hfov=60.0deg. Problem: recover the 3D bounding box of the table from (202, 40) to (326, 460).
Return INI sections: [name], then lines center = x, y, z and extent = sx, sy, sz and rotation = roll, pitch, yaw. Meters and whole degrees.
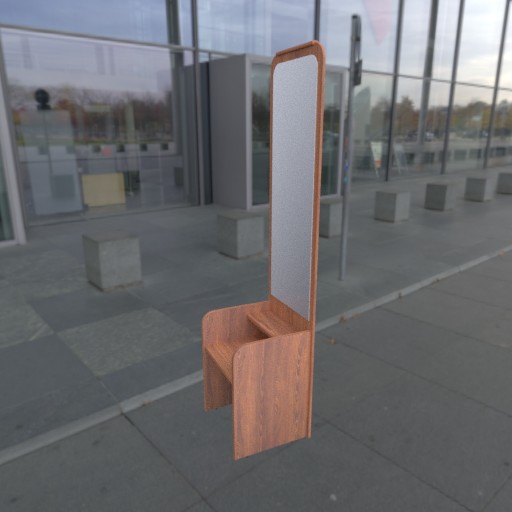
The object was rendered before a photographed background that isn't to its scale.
[table]
center = 0.000, 0.000, 2.084
extent = 0.420, 1.830, 0.450
rotation = -7, 18, -24
